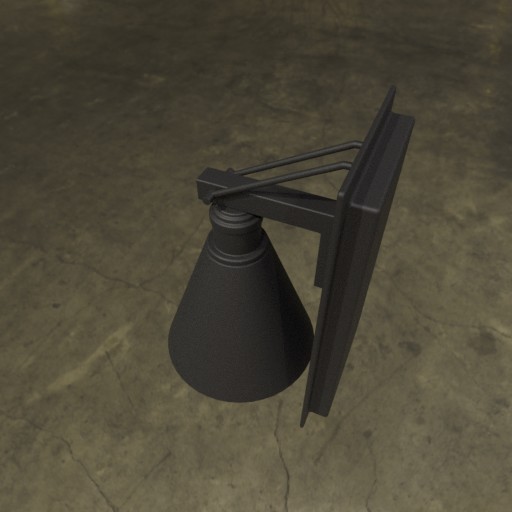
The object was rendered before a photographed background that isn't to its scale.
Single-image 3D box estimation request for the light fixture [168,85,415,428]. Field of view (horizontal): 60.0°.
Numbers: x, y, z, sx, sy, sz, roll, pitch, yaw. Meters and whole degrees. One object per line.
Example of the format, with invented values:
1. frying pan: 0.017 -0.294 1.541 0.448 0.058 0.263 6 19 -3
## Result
1. light fixture: 0.000 0.000 0.415 0.207 0.298 0.170 17 48 16
